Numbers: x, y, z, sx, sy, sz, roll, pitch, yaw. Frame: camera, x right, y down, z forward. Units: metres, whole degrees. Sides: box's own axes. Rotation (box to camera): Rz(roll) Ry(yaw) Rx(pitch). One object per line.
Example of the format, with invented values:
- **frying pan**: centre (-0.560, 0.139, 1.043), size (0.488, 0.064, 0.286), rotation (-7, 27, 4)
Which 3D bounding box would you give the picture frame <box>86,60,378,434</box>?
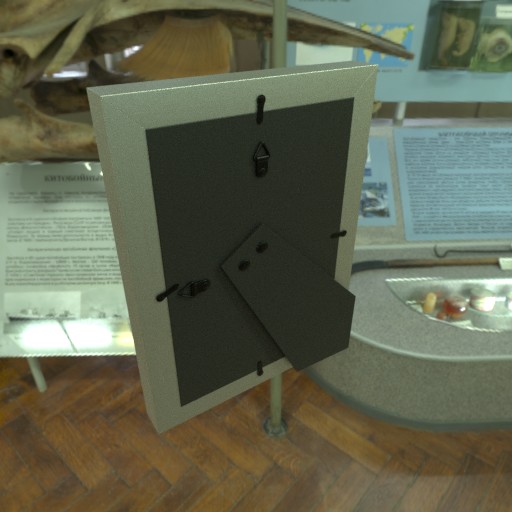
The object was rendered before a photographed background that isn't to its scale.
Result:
- **picture frame**: centre (0.000, 0.000, 0.272), size (0.157, 0.208, 0.028), rotation (-19, 36, -28)
